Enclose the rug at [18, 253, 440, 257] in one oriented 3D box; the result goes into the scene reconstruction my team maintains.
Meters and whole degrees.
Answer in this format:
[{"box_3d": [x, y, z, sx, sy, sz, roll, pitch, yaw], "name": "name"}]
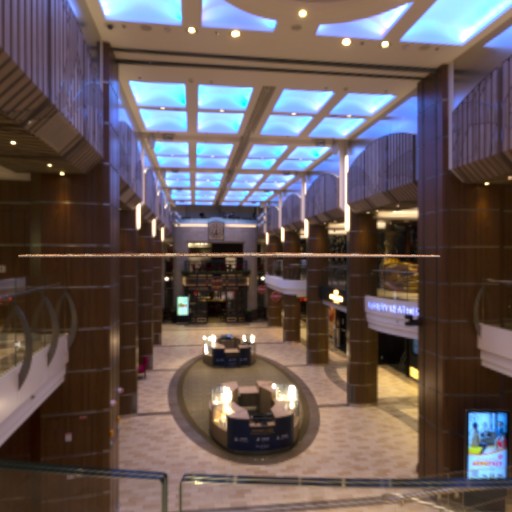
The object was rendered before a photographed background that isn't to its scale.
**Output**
[{"box_3d": [0.000, 0.000, 4.036, 2.466, 0.021, 3.049, 0, 0, 36], "name": "rug"}]
